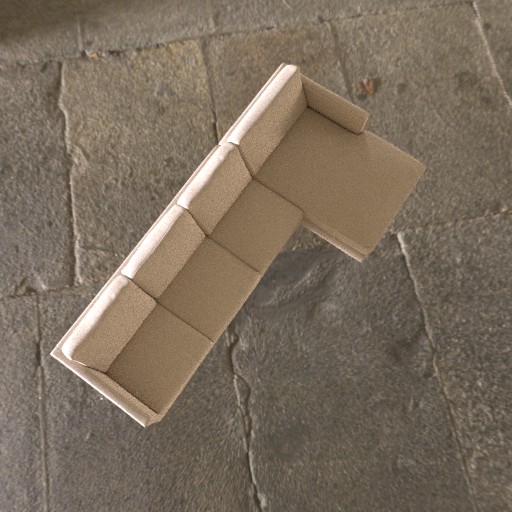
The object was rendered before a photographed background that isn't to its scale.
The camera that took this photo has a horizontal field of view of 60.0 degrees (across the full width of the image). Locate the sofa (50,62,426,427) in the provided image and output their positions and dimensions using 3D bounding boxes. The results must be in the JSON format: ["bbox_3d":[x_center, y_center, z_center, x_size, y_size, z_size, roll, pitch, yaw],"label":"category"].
[{"bbox_3d":[0.000,0.000,3.811,1.625,0.861,3.186,34,78,8],"label":"sofa"}]
